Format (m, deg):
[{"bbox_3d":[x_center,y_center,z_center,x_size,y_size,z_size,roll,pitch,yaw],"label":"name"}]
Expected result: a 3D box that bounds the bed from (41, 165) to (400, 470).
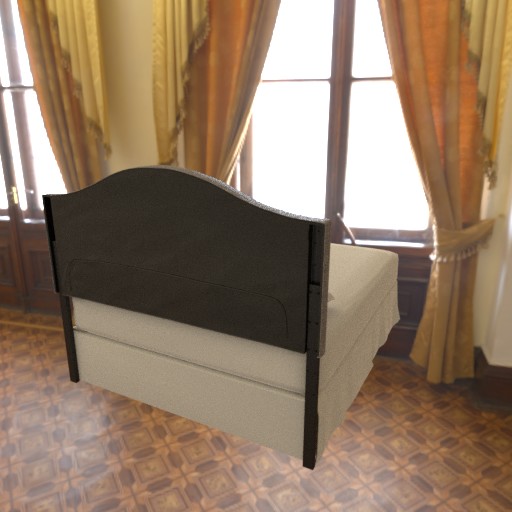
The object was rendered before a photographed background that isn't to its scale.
[{"bbox_3d":[0.000,0.000,2.900,1.610,1.295,1.870,8,18,27],"label":"bed"}]
